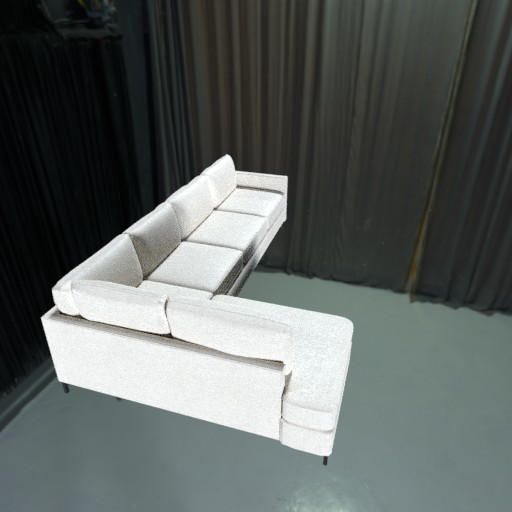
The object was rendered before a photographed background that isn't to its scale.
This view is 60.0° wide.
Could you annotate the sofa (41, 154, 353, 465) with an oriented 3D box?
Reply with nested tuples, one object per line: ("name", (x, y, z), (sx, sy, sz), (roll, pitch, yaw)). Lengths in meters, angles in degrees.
("sofa", (0.000, 0.000, 4.239), (2.048, 0.996, 3.384), (9, 30, 15))
